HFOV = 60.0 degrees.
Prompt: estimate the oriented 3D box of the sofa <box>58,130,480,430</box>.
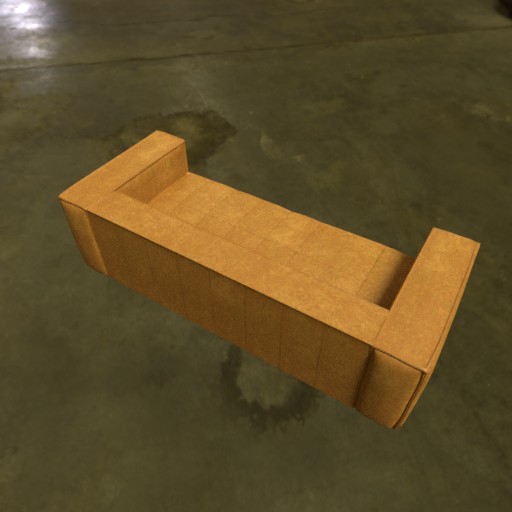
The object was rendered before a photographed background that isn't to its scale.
[{"bbox_3d":[0.000,0.000,3.064,2.581,0.701,1.102,24,50,22],"label":"sofa"}]
